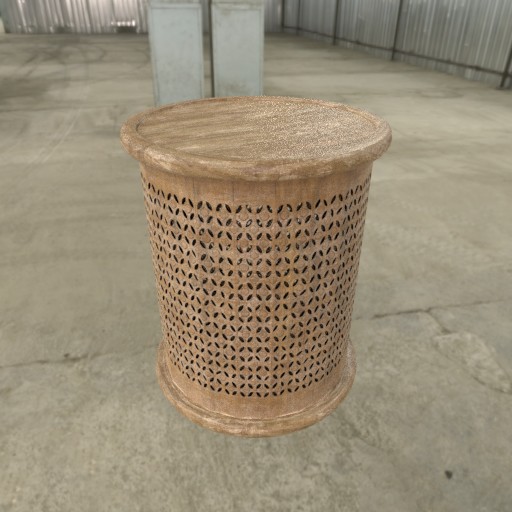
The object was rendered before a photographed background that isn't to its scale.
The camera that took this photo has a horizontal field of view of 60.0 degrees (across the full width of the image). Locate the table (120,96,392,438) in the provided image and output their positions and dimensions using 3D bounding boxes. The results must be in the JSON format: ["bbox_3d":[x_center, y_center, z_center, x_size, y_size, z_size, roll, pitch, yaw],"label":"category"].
[{"bbox_3d":[0.000,0.000,0.800,0.407,0.482,0.407,0,30,0],"label":"table"}]
